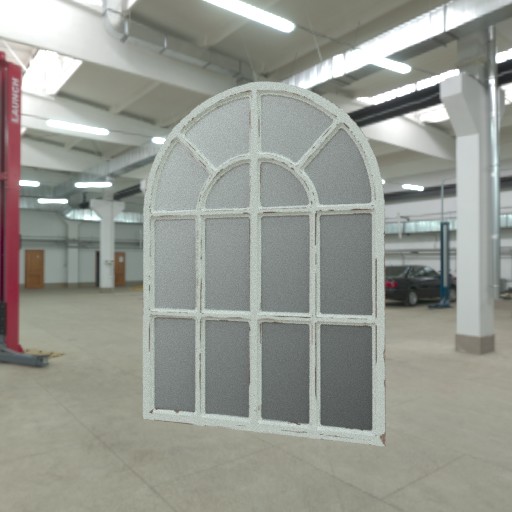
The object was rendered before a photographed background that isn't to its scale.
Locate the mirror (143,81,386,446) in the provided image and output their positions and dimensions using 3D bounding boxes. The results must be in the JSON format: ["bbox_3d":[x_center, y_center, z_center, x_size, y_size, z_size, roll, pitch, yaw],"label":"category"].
[{"bbox_3d":[0.000,0.000,1.181,0.660,0.920,0.032,0,-1,17],"label":"mirror"}]
